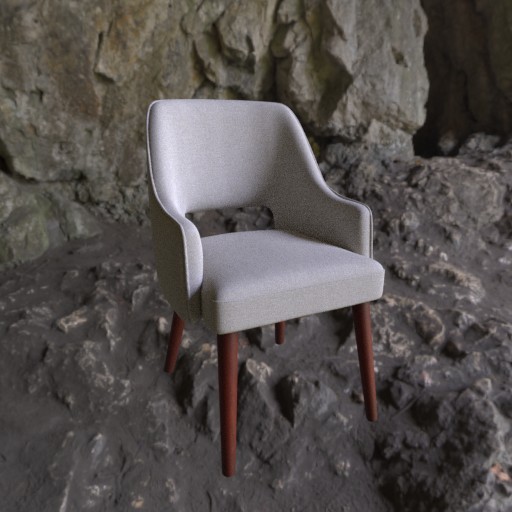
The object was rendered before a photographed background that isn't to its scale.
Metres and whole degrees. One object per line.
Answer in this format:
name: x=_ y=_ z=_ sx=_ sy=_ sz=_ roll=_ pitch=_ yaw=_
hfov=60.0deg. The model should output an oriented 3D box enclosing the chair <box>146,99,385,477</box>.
chair: x=0.000 y=0.000 z=1.229 sx=0.560 sy=0.840 sz=0.580 roll=-8 pitch=19 yaw=-26
